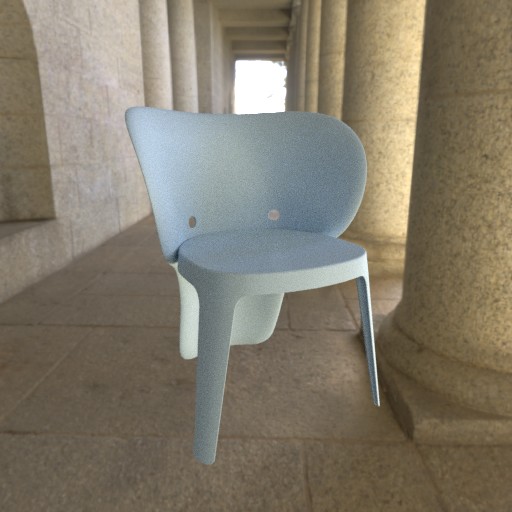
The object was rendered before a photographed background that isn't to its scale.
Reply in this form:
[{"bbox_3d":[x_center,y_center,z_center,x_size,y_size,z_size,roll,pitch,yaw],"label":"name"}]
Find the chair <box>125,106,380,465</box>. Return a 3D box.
[{"bbox_3d":[0.000,0.000,0.855,0.451,0.554,0.402,-7,17,-26],"label":"chair"}]
